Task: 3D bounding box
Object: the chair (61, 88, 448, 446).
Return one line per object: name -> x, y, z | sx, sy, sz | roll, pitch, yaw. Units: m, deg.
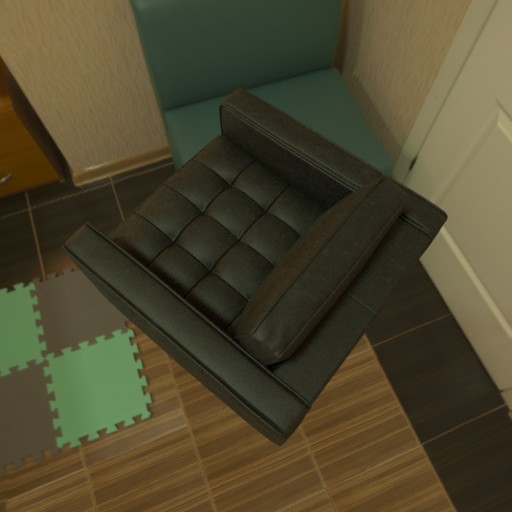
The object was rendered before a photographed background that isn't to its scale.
chair -> 0.000, 0.000, 1.580 | 0.914, 0.763, 0.889 | 36, 70, 16
